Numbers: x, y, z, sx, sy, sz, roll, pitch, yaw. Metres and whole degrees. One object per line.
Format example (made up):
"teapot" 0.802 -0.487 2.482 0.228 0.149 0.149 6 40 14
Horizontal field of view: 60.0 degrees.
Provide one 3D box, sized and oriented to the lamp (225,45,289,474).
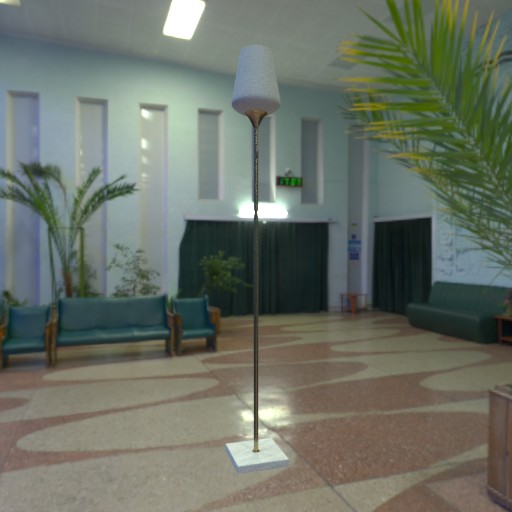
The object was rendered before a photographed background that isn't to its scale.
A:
"lamp" 0.000 0.000 1.981 0.229 1.813 0.232 0 0 -17
